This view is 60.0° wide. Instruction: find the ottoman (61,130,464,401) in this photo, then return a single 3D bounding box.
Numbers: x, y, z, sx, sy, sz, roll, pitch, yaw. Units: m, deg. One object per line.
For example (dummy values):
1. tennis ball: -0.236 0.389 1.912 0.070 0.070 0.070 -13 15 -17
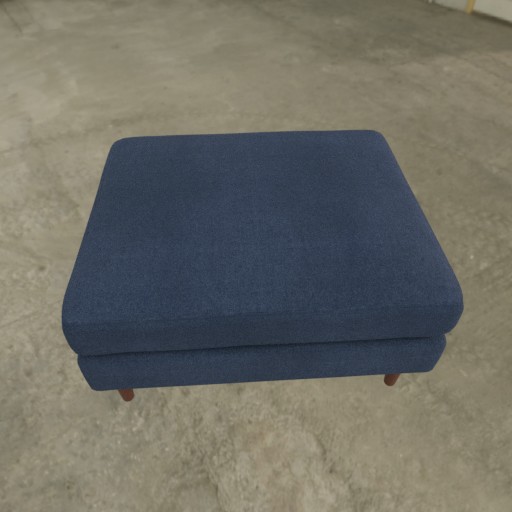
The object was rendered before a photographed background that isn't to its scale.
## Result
1. ottoman: 0.000 0.000 1.225 0.821 0.474 0.693 -3 45 -3
